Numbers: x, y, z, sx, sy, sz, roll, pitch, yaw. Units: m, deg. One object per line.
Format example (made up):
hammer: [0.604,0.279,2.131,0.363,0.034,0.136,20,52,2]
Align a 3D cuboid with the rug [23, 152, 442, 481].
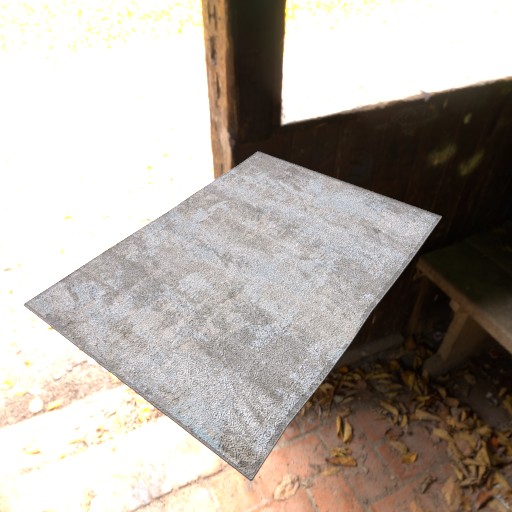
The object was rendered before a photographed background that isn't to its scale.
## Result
rug: [0.000,0.000,4.161,2.393,0.013,3.307,26,47,27]
